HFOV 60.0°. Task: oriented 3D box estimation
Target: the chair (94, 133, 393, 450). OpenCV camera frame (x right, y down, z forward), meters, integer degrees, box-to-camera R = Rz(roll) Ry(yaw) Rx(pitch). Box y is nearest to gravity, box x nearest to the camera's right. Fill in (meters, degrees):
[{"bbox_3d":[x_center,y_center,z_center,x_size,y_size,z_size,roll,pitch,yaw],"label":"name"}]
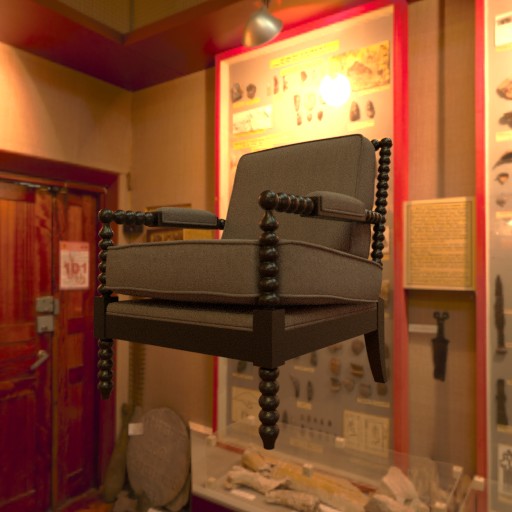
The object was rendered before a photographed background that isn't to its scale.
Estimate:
[{"bbox_3d":[0.000,0.000,1.119,0.540,0.661,0.622,0,-1,36],"label":"chair"}]
